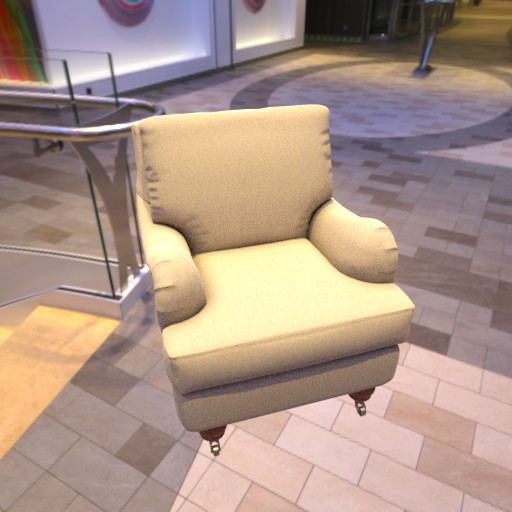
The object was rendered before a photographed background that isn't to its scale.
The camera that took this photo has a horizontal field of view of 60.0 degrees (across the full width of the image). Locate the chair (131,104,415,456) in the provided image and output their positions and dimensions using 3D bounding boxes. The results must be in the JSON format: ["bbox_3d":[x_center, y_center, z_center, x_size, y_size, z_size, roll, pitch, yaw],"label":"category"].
[{"bbox_3d":[0.000,0.000,1.850,0.895,1.076,1.078,-9,33,-14],"label":"chair"}]
